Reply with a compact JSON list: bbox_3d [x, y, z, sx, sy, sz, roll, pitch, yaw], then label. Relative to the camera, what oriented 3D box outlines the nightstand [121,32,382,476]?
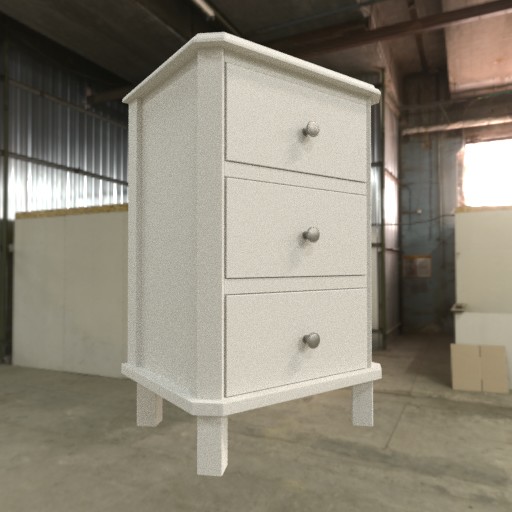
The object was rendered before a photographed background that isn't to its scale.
[{"bbox_3d":[0.000,0.000,0.906,0.435,0.681,0.351,1,-1,-36],"label":"nightstand"}]
